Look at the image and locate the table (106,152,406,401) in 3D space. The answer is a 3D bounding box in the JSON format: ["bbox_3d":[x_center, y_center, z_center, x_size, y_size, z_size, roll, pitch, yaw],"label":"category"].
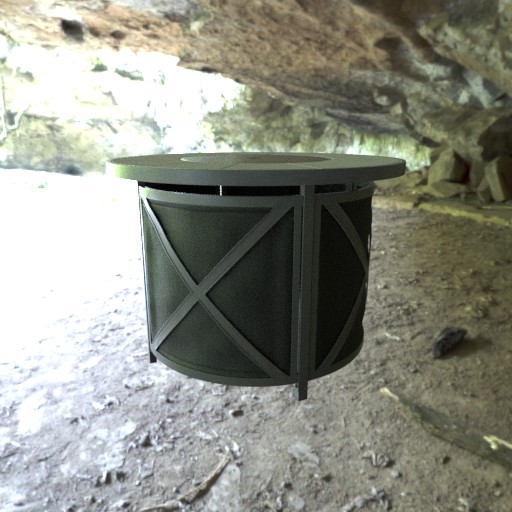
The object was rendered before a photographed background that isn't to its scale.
[{"bbox_3d":[0.000,0.000,1.507,0.914,0.650,0.914,0,16,0],"label":"table"}]
